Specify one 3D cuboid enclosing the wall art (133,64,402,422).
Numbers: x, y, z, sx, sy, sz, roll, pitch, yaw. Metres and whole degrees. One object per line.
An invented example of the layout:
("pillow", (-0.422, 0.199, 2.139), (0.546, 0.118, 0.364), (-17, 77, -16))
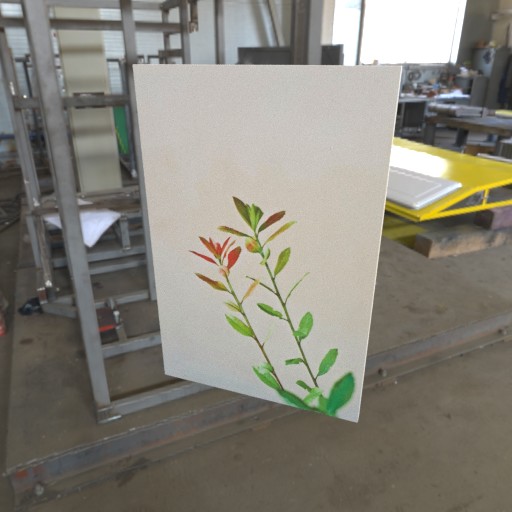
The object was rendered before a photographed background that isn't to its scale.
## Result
("wall art", (0.000, 0.000, 1.444), (0.764, 1.143, 0.038), (8, 26, 18))
